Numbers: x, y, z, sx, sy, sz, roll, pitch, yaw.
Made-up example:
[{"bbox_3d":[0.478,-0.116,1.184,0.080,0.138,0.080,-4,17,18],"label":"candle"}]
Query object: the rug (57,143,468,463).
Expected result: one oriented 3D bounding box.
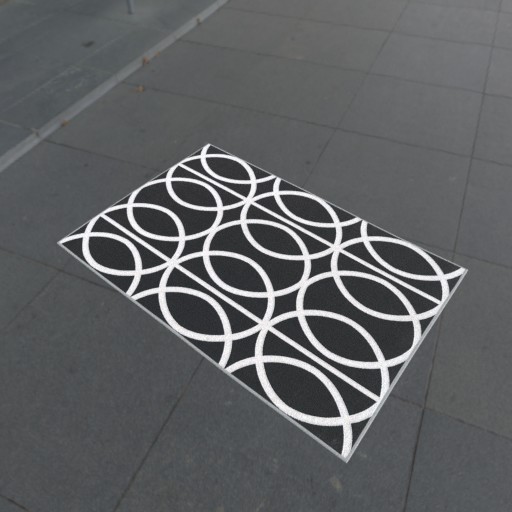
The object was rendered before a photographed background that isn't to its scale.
[{"bbox_3d":[0.000,0.000,2.941,2.290,0.014,1.526,31,55,25],"label":"rug"}]
